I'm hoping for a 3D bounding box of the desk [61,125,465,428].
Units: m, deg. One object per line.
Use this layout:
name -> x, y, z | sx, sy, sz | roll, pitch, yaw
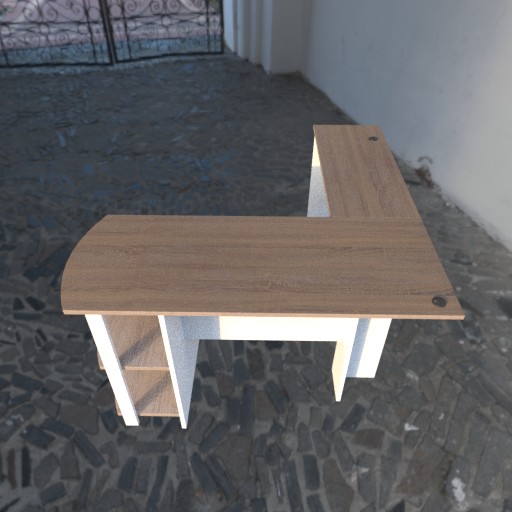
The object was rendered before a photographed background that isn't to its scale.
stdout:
desk -> 0.000, 0.000, 2.110 | 1.303, 0.716, 1.361 | 1, 41, 1
